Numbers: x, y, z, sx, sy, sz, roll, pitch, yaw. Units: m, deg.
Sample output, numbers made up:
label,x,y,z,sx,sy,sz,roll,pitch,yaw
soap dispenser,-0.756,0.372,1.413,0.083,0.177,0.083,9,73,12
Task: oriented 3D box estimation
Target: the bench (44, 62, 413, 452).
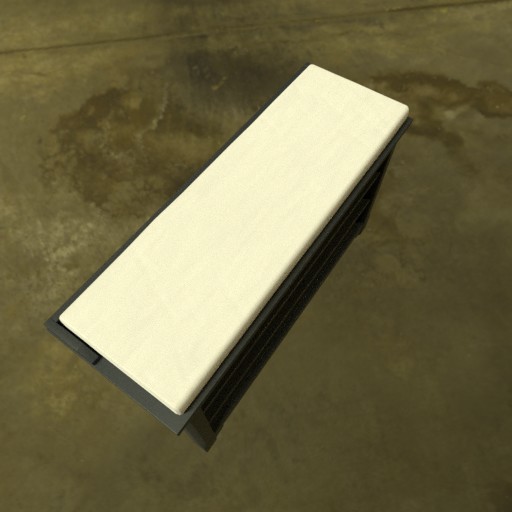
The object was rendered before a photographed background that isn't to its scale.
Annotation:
label,x,y,z,sx,sy,sz,roll,pitch,yaw
bench,0.000,0.000,1.229,0.345,0.561,0.973,32,65,17
